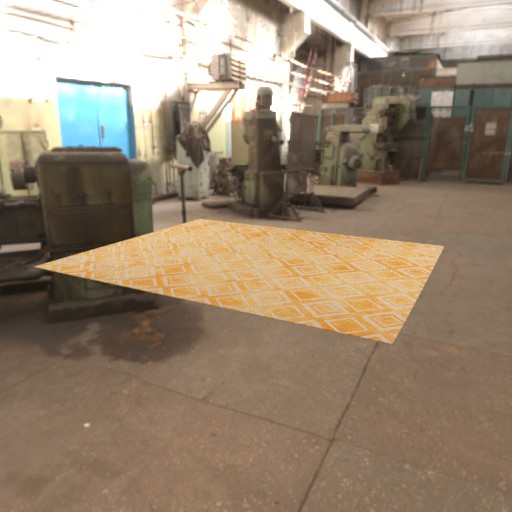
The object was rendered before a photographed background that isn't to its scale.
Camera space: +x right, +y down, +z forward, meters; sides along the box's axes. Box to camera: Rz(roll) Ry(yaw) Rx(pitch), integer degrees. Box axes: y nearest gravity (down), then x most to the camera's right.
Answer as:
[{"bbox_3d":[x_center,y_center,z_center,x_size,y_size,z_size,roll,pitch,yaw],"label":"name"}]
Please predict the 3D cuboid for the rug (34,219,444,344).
[{"bbox_3d":[0.000,0.000,4.159,3.037,0.011,2.433,8,18,27],"label":"rug"}]
